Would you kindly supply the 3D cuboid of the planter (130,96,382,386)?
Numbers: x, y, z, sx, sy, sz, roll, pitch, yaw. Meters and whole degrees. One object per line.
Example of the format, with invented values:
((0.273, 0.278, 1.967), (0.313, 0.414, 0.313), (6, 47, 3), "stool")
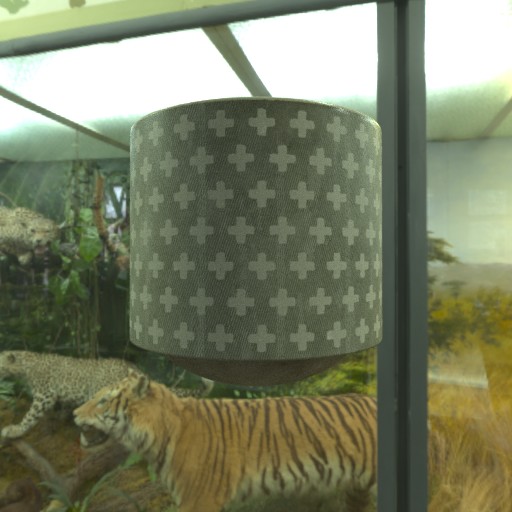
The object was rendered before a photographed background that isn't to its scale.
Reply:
((0.000, 0.000, 0.347), (0.190, 0.181, 0.190), (0, 0, 0), "planter")
